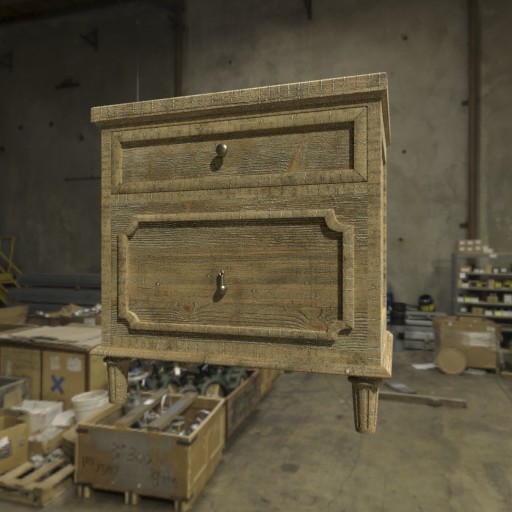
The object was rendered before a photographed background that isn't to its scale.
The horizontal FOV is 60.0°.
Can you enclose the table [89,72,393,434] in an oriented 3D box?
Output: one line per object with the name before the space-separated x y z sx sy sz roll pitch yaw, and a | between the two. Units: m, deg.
table | 0.000 0.000 1.167 0.686 0.711 0.457 0 0 18
